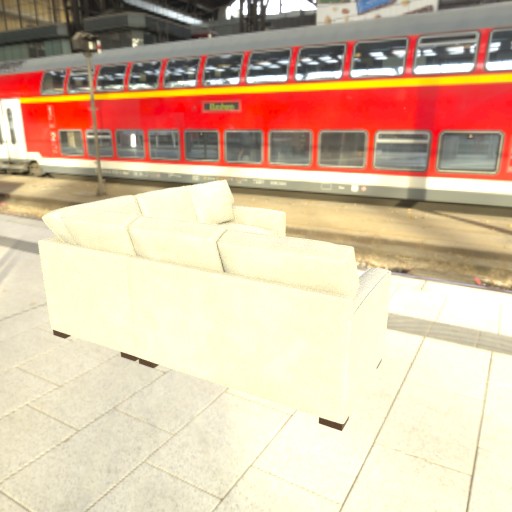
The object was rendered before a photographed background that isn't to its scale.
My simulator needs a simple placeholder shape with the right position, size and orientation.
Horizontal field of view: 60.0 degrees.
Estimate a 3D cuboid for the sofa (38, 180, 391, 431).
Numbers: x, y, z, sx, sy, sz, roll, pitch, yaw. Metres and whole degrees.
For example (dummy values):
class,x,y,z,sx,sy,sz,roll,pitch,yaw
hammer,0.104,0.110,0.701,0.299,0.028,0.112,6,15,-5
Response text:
class,x,y,z,sx,sy,sz,roll,pitch,yaw
sofa,0.000,0.000,3.461,2.188,0.936,2.211,9,19,27
